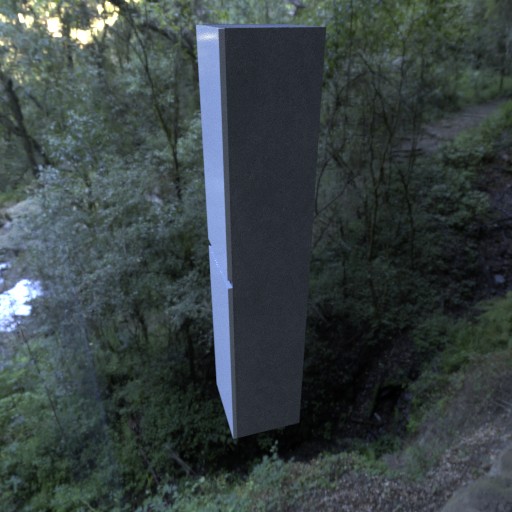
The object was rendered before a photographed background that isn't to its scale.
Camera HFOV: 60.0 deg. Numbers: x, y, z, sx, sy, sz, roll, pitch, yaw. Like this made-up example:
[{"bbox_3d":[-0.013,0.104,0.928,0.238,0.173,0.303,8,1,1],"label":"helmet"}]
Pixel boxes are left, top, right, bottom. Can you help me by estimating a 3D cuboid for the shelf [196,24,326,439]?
[{"bbox_3d":[0.000,0.000,1.517,0.270,1.400,0.300,-8,30,-14],"label":"shelf"}]
